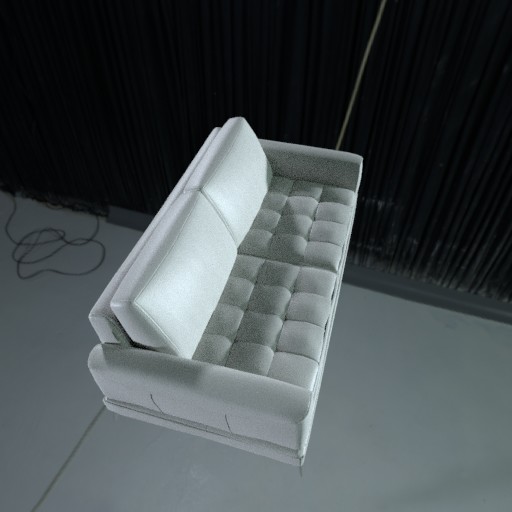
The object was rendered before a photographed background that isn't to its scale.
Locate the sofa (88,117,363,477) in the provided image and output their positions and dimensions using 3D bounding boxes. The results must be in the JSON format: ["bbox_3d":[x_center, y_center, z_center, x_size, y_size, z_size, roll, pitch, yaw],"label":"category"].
[{"bbox_3d":[0.000,0.000,2.787,1.121,0.930,2.177,12,47,11],"label":"sofa"}]
